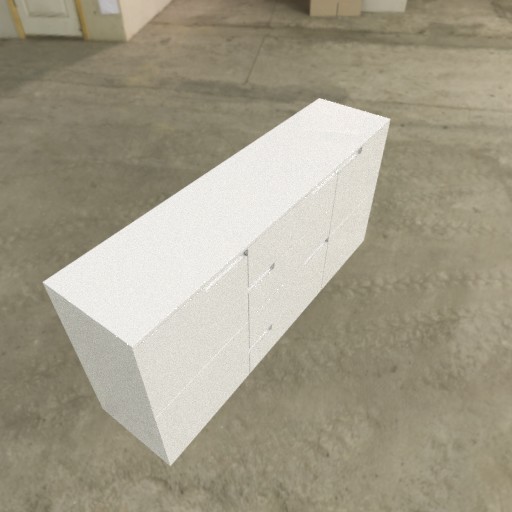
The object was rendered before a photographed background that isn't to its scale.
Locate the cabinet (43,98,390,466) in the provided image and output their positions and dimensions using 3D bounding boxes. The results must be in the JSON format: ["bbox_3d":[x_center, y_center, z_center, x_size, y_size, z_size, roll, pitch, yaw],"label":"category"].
[{"bbox_3d":[0.000,0.000,2.023,0.400,0.800,1.650,27,49,26],"label":"cabinet"}]
